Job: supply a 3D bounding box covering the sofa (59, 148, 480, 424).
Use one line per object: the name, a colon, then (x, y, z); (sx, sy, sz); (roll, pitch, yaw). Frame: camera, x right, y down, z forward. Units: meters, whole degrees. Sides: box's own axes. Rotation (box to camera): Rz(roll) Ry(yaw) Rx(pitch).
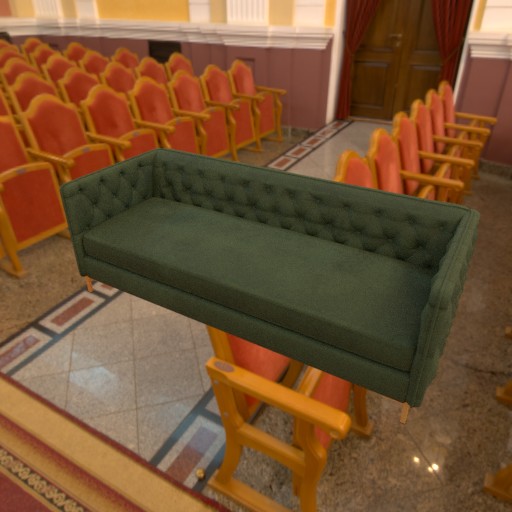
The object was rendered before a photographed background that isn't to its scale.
sofa: (0.000, 0.000, 2.602); (2.209, 0.771, 0.895); (17, 34, 26)
